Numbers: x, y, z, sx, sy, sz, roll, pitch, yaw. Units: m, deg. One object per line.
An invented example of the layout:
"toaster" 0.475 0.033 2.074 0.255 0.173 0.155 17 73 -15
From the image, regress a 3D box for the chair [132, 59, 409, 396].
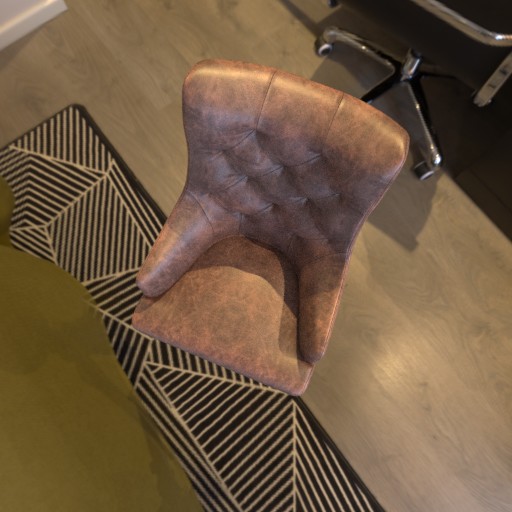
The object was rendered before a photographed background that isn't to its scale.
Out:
"chair" 0.000 0.000 1.499 0.641 1.035 0.762 21 78 5
